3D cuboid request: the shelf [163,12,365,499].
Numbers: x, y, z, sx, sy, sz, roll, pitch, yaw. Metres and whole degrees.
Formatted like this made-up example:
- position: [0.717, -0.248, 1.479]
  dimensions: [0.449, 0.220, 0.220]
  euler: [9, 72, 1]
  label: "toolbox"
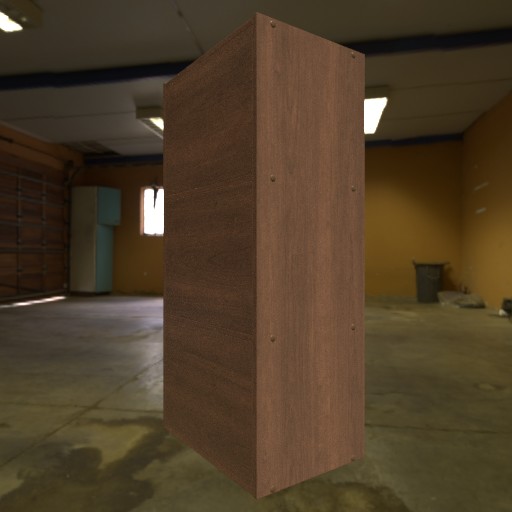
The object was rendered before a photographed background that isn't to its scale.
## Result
- position: [0.000, 0.000, 1.050]
  dimensions: [0.290, 0.879, 0.414]
  euler: [0, 0, -36]
  label: "shelf"
